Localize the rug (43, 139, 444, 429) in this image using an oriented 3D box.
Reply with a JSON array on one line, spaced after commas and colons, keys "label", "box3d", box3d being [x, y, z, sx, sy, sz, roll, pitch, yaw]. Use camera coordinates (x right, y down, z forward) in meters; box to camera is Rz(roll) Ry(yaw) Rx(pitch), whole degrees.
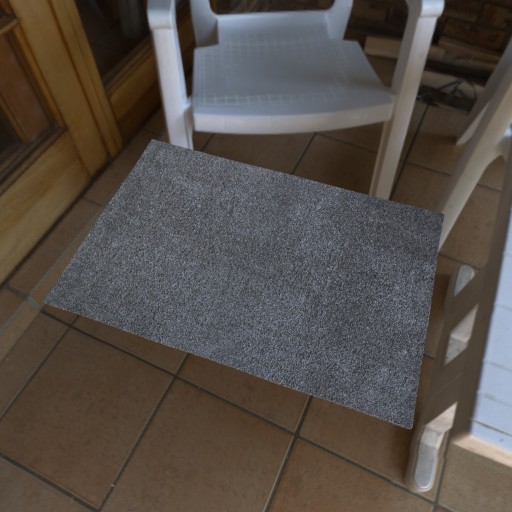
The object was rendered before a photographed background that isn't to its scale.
[{"label": "rug", "box3d": [0.000, 0.000, 3.481, 2.699, 0.026, 1.802, 16, 59, 10]}]
